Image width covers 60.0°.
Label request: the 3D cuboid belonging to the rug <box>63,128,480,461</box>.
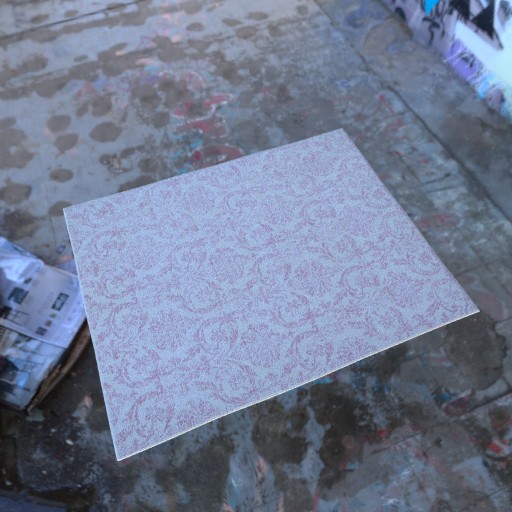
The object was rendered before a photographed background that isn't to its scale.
[{"bbox_3d":[0.000,0.000,3.900,2.980,0.012,2.363,-19,59,-12],"label":"rug"}]
